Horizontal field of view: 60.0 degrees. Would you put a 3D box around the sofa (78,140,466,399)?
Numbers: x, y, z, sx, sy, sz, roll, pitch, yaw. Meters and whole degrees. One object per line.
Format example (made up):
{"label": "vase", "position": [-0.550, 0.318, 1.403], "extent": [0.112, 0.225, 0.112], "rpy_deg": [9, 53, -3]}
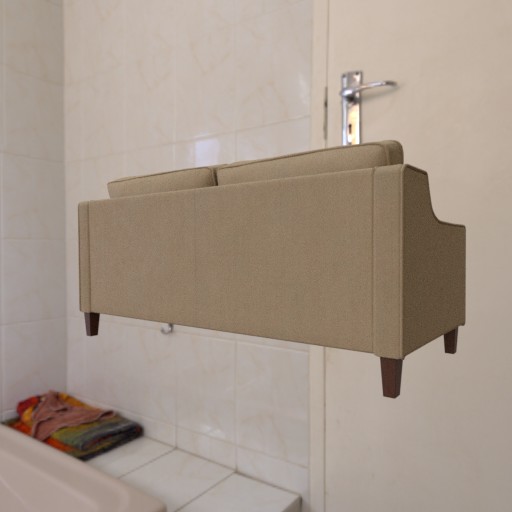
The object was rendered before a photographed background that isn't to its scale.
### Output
{"label": "sofa", "position": [0.000, 0.000, 2.721], "extent": [2.178, 1.071, 1.066], "rpy_deg": [1, 1, 37]}
